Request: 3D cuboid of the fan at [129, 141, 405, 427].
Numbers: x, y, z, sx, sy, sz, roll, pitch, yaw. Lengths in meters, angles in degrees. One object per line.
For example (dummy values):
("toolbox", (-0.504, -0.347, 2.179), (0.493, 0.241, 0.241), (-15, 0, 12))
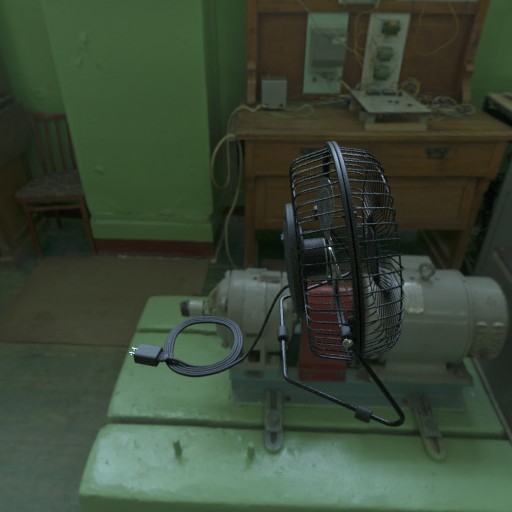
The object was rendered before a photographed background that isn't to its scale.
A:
("fan", (0.000, 0.000, 0.373), (0.227, 0.188, 0.209), (0, 33, 0))
